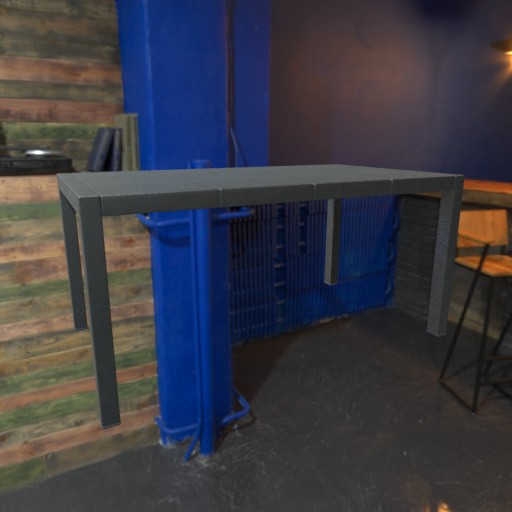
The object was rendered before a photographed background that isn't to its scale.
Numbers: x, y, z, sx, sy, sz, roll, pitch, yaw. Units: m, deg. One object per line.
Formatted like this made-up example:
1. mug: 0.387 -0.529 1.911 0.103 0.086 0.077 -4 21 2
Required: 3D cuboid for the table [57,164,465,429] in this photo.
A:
1. table: 0.000 0.000 1.265 0.965 0.460 0.559 -8 17 -26
